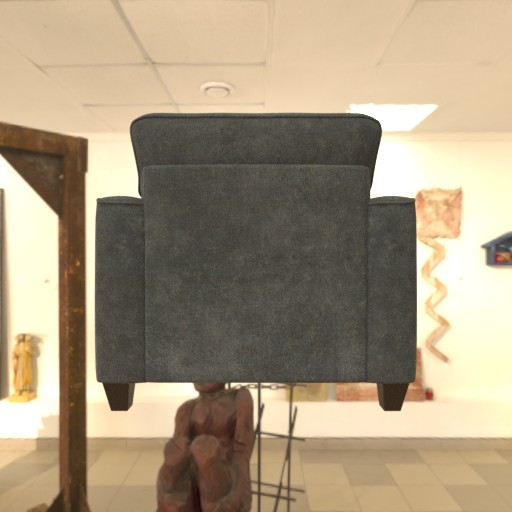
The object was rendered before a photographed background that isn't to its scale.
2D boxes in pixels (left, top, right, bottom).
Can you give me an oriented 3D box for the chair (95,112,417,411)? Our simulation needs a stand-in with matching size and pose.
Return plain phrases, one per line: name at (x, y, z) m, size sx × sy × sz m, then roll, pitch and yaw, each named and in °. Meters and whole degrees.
chair at (0.000, 0.000, 1.807) m, size 1.015 × 0.965 × 0.939 m, roll 0°, pitch 1°, yaw 0°
